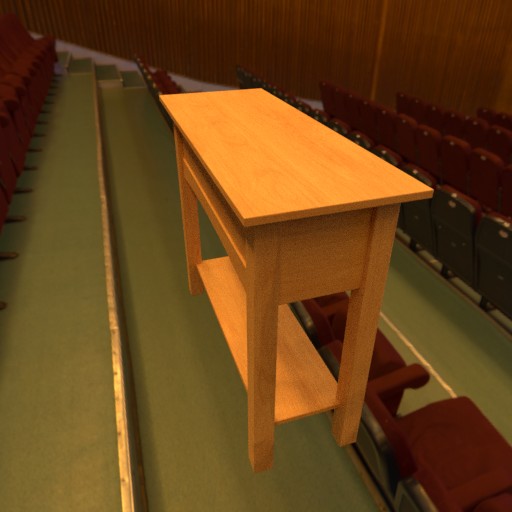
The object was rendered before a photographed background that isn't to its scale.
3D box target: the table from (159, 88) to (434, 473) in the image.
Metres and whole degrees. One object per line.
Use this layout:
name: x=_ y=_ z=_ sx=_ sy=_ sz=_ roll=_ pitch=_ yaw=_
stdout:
table: x=0.000 y=0.000 z=1.264 sx=0.340 sy=0.728 sz=0.900 roll=-10 pitch=33 yaw=-16
